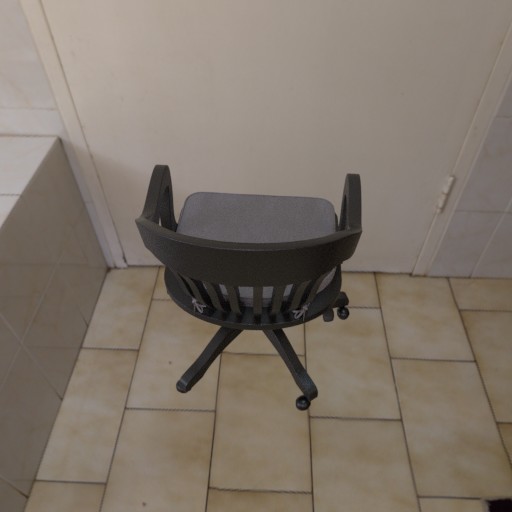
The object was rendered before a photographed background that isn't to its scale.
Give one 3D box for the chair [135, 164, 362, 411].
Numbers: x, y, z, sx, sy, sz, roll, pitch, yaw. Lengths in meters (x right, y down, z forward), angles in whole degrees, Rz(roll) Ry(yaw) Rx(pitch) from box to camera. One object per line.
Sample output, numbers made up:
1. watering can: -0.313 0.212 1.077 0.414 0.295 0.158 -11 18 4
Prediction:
1. chair: 0.000 0.000 1.464 0.750 0.878 0.788 3 47 3
